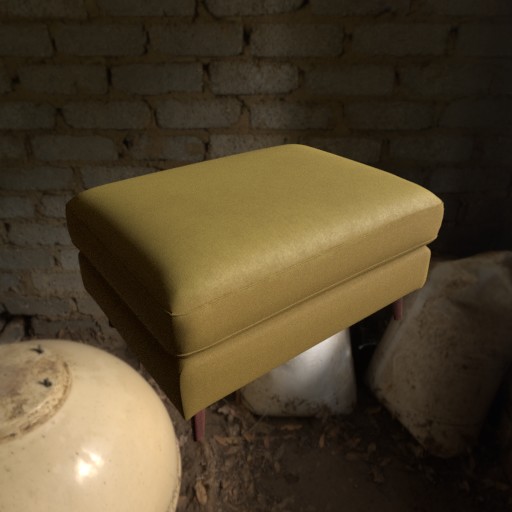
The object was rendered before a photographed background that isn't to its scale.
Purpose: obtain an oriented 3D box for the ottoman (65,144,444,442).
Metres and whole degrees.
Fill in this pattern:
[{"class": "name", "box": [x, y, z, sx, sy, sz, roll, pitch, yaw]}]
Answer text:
[{"class": "ottoman", "box": [0.000, 0.000, 1.193, 0.811, 0.449, 0.608, -21, 36, -32]}]
